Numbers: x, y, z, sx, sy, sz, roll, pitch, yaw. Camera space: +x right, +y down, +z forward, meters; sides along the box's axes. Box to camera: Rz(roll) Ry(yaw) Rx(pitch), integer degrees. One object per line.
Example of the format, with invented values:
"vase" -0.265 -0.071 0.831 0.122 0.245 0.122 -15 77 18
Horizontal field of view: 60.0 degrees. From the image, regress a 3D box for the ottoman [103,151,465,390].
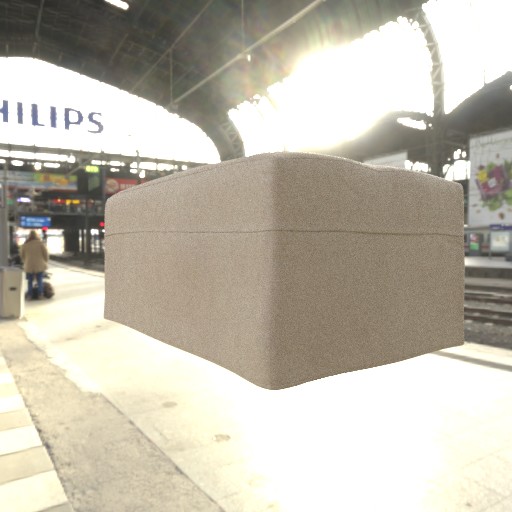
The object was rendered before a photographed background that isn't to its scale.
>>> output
"ottoman" 0.000 0.000 1.196 0.590 0.444 0.872 -1 2 -36
